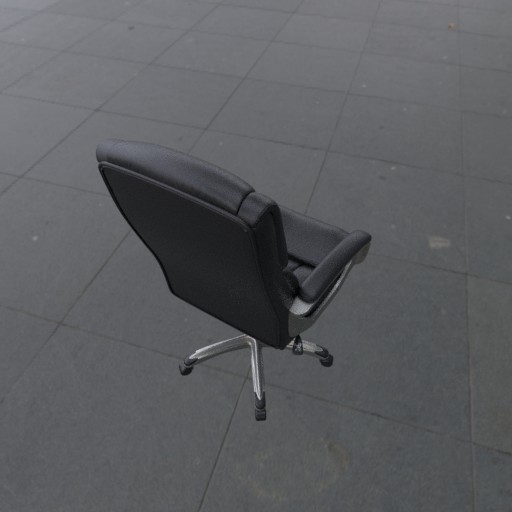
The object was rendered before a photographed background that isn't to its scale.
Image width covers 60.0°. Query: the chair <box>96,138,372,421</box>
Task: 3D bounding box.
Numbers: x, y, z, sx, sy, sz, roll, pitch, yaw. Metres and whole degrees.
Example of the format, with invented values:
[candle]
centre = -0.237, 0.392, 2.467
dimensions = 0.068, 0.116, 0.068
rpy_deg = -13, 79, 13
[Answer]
[chair]
centre = 0.000, 0.000, 1.554
dimensions = 0.663, 1.155, 0.739
rpy_deg = 24, 51, 22
